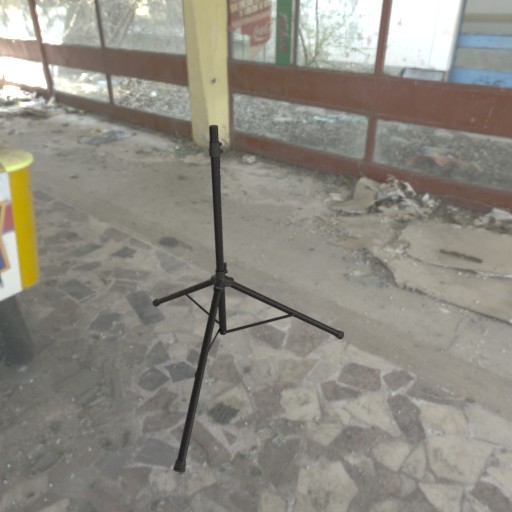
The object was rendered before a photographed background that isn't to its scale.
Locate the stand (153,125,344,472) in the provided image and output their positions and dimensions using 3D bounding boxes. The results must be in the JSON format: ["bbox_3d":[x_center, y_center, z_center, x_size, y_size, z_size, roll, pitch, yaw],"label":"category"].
[{"bbox_3d":[0.000,0.000,2.718,1.339,1.595,1.596,-7,30,-12],"label":"stand"}]
